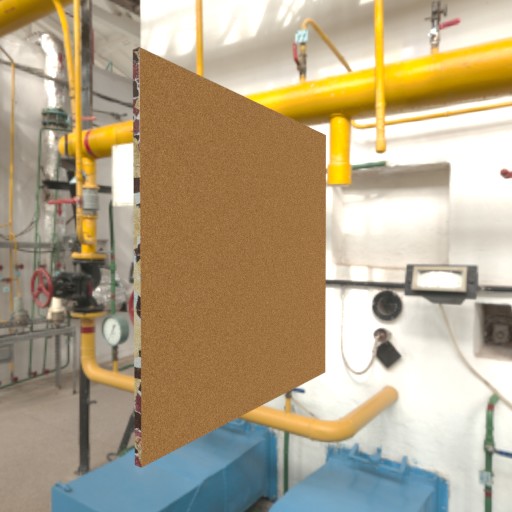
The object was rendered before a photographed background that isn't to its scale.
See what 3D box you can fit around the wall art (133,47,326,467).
[{"bbox_3d":[0.000,0.000,0.596,0.010,0.406,0.404,1,1,35],"label":"wall art"}]
